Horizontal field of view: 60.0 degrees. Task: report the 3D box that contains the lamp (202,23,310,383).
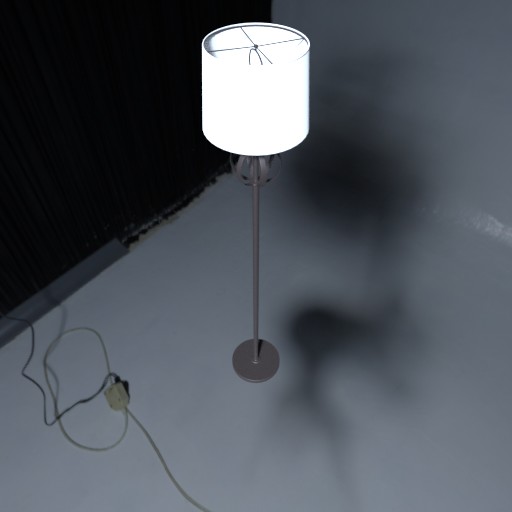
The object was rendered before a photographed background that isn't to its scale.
[{"bbox_3d":[0.000,0.000,1.573,0.286,1.462,0.286,32,54,26],"label":"lamp"}]
